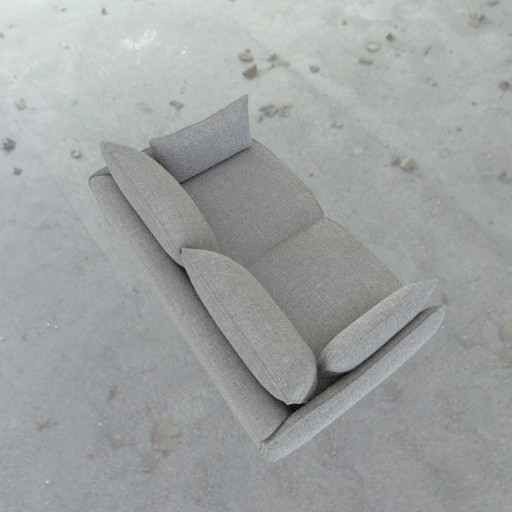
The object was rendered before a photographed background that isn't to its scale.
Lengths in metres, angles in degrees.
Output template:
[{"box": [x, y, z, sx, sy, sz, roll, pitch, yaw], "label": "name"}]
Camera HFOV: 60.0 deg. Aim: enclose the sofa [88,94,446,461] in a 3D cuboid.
[{"box": [0.000, 0.000, 2.138, 0.972, 0.851, 1.580, -32, 65, -17], "label": "sofa"}]
